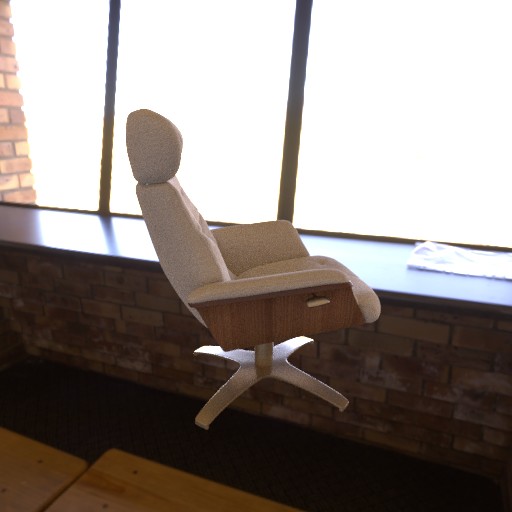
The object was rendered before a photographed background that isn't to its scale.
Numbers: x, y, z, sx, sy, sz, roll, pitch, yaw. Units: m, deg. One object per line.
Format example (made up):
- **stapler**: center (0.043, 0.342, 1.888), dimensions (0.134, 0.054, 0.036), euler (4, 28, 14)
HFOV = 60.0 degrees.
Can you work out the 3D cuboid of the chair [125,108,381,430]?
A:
- **chair**: center (0.000, 0.000, 1.584), dimensions (0.837, 0.995, 0.785), euler (-3, 16, -9)
